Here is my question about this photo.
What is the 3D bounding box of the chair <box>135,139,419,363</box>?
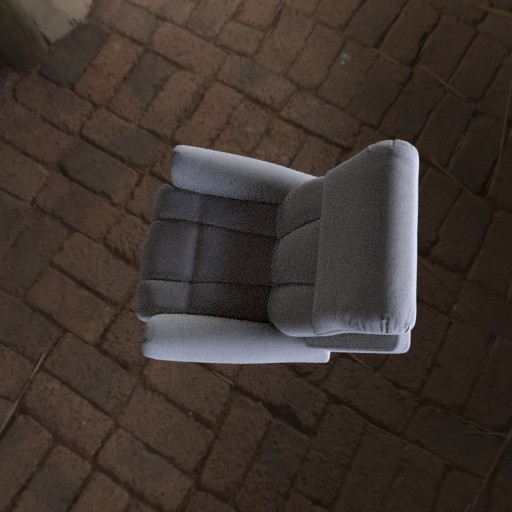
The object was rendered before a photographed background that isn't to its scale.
[{"bbox_3d":[0.000,0.000,1.762,0.979,1.031,0.871,6,77,1],"label":"chair"}]
